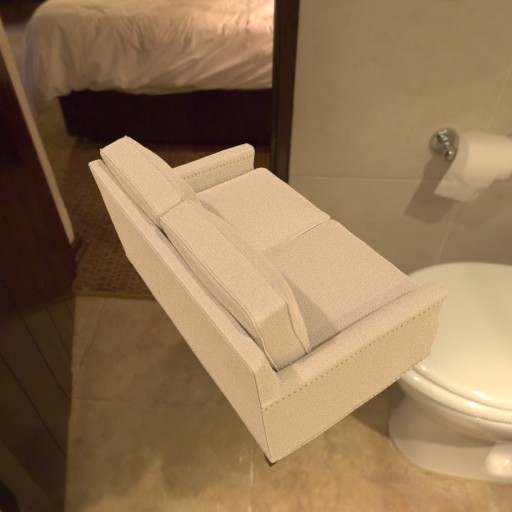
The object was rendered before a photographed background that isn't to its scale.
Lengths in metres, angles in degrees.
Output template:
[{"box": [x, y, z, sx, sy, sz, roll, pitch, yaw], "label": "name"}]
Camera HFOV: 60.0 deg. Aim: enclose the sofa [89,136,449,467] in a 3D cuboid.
[{"box": [0.000, 0.000, 2.264, 1.084, 1.003, 1.597, -25, 48, -25], "label": "sofa"}]
